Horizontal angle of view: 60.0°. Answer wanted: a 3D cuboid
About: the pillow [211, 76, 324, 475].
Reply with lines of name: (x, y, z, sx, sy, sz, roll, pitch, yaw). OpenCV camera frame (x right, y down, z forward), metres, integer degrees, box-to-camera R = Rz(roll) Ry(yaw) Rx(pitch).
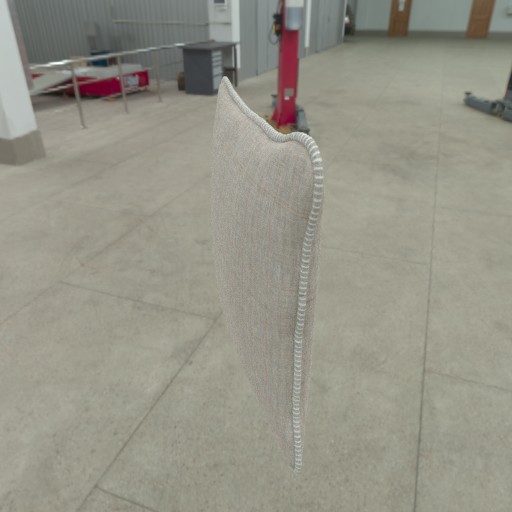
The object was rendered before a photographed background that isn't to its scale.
pillow: (0.000, 0.000, 0.726, 0.124, 0.494, 0.485, -7, 31, -13)
